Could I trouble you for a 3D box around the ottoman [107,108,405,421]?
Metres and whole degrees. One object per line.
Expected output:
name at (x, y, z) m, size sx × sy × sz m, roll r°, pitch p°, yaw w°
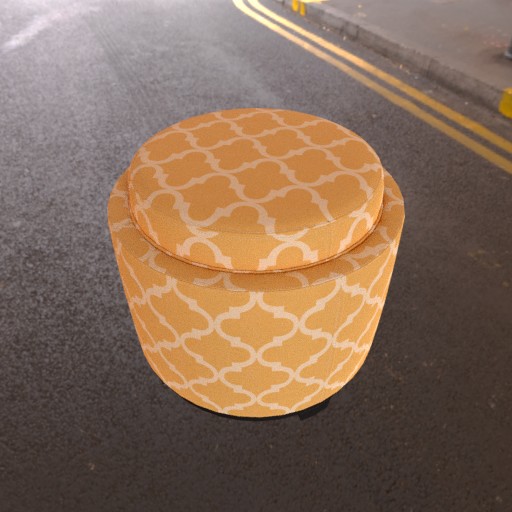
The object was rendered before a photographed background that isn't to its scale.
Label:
ottoman at (0.000, 0.000, 0.817) m, size 0.480 × 0.429 × 0.480 m, roll 0°, pitch 41°, yaw 0°
